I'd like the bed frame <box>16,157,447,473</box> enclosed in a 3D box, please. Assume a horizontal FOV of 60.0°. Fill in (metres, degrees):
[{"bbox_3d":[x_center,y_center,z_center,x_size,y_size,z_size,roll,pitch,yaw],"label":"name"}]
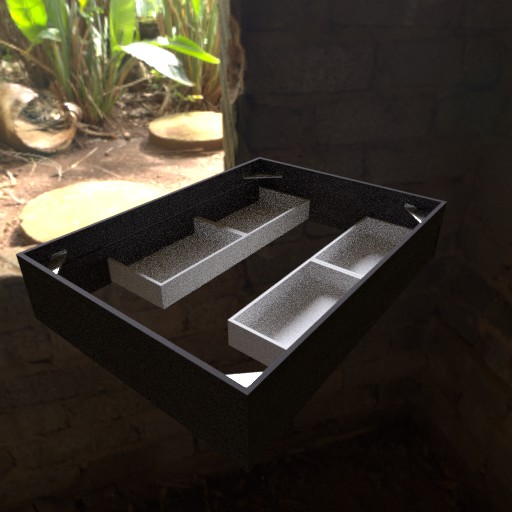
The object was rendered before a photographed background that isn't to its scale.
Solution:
[{"bbox_3d":[0.000,0.000,2.532,1.448,0.459,1.944,21,36,32],"label":"bed frame"}]
